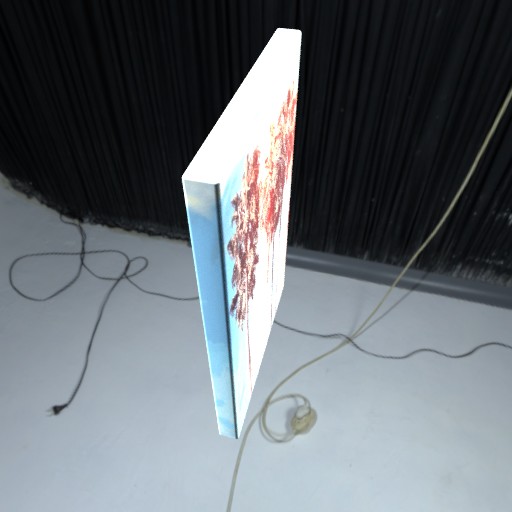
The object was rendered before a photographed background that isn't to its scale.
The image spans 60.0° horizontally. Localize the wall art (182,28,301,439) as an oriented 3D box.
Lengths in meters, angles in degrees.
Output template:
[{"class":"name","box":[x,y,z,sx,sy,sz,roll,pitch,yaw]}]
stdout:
[{"class":"wall art","box":[0.000,0.000,0.770,0.038,0.610,0.401,11,47,10]}]
